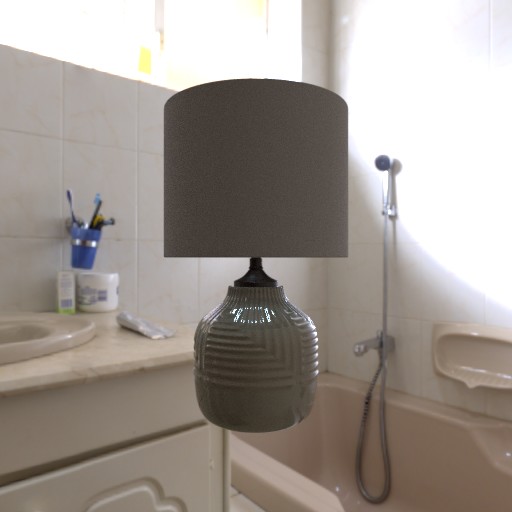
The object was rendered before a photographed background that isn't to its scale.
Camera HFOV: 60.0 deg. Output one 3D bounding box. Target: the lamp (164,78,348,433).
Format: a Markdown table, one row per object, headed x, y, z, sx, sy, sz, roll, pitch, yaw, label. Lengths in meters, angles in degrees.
| x | y | z | sx | sy | sz | roll | pitch | yaw | label |
| --- | --- | --- | --- | --- | --- | --- | --- | --- | --- |
| 0.000 | 0.000 | 0.779 | 0.318 | 0.567 | 0.318 | 0 | 0 | 0 | lamp |
